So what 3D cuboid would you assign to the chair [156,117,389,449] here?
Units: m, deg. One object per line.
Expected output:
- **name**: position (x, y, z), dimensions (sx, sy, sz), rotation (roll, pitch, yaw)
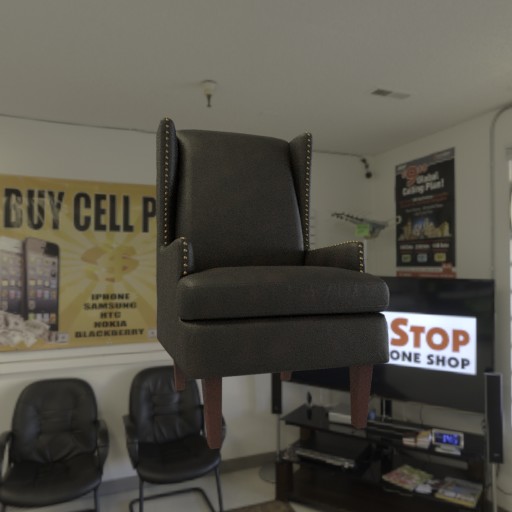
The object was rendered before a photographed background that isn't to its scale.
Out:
- **chair**: position (0.000, 0.000, 1.719), dimensions (0.703, 1.142, 0.799), rotation (0, -1, -19)
